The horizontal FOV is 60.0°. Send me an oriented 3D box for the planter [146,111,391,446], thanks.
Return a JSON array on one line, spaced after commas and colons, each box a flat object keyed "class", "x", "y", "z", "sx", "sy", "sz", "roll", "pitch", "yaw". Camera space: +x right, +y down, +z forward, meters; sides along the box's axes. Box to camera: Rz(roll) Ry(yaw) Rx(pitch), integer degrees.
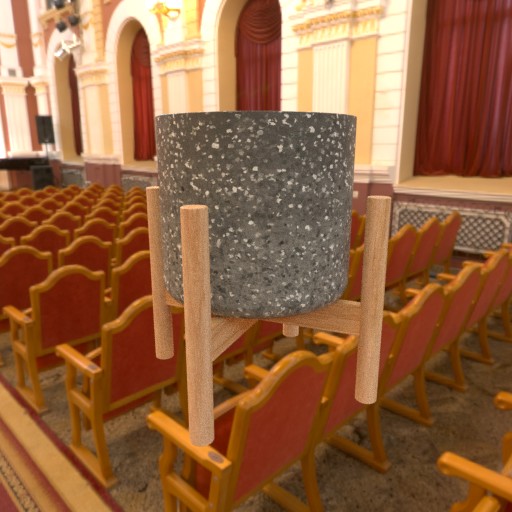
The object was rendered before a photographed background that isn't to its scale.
[{"class": "planter", "x": 0.000, "y": 0.000, "z": 0.538, "sx": 0.284, "sy": 0.320, "sz": 0.284, "roll": -13, "pitch": 19, "yaw": -43}]
